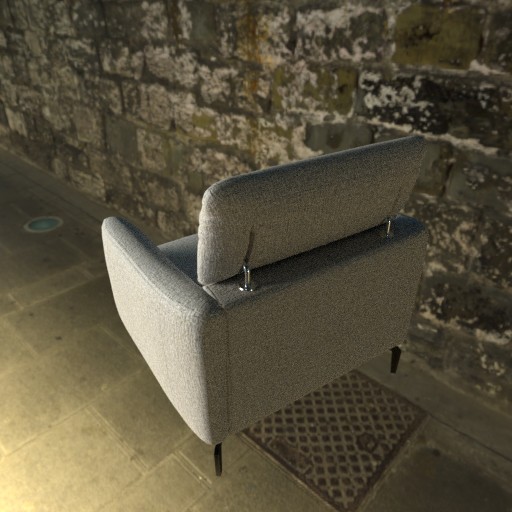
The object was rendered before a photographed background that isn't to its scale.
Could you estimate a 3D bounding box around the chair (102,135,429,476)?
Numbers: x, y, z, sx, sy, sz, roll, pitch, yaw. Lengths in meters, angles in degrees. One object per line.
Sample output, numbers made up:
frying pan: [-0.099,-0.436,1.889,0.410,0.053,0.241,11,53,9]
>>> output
chair: [0.000,0.000,1.659,0.972,0.967,0.835,-19,35,-28]
